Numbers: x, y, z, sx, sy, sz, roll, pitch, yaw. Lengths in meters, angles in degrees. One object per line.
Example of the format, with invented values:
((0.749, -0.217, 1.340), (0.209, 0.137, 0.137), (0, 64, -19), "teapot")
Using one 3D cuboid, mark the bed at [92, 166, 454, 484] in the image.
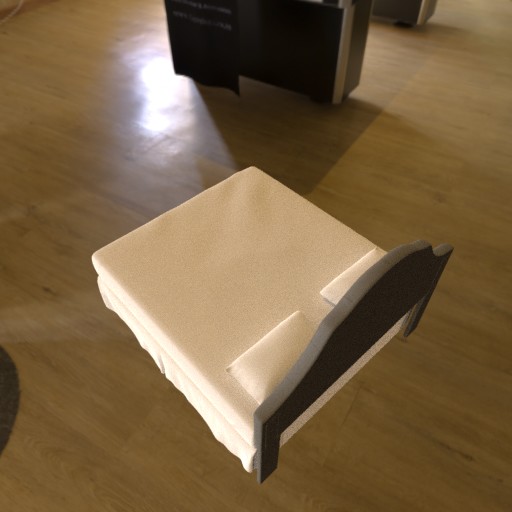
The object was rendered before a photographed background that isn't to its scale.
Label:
((0.000, 0.000, 3.564), (2.008, 1.615, 2.214), (-34, 56, -27), "bed")
